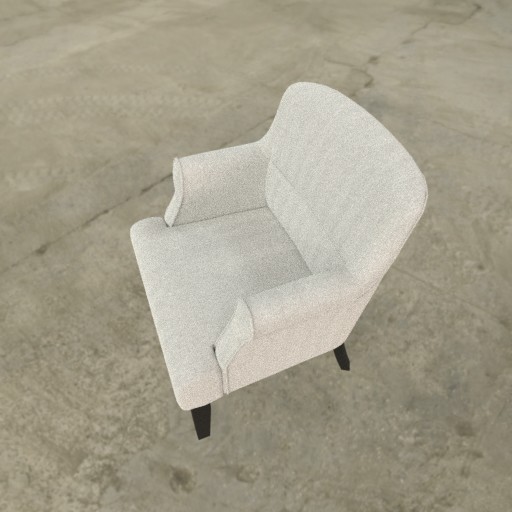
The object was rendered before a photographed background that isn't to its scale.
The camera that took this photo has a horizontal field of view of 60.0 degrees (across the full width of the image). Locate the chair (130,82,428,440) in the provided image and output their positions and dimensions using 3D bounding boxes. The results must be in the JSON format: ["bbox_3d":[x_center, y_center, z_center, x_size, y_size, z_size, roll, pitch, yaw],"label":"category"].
[{"bbox_3d":[0.000,0.000,1.482,0.750,0.875,0.781,-16,48,-15],"label":"chair"}]
